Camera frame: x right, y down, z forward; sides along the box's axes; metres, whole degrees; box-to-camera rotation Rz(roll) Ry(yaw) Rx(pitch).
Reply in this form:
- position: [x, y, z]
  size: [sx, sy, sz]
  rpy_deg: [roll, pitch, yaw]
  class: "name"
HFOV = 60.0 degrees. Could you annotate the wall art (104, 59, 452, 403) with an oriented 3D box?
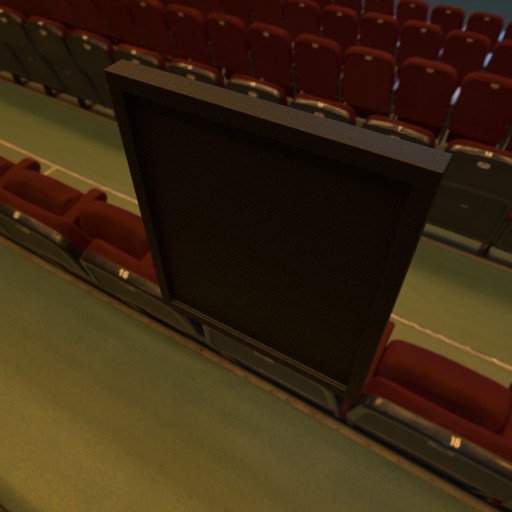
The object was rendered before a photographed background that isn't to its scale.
- position: [0.000, 0.000, 0.522]
  size: [0.328, 0.381, 0.028]
  rpy_deg: [23, 51, 20]
  class: "wall art"
